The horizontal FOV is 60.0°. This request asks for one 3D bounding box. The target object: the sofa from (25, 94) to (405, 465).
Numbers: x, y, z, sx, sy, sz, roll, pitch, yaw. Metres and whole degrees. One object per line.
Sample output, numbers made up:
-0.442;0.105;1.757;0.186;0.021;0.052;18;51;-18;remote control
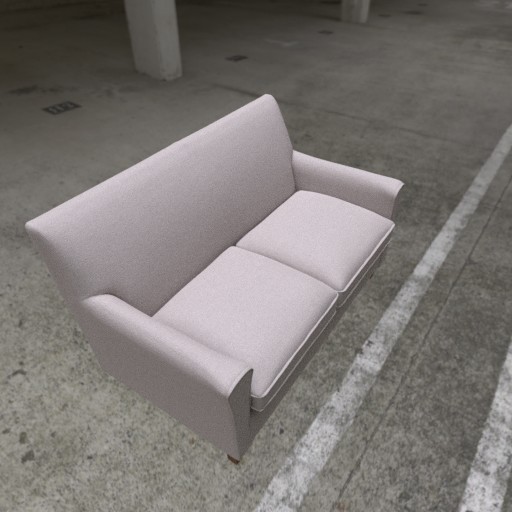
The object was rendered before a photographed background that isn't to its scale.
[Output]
0.000;0.000;2.040;0.888;0.890;1.482;24;45;26;sofa
